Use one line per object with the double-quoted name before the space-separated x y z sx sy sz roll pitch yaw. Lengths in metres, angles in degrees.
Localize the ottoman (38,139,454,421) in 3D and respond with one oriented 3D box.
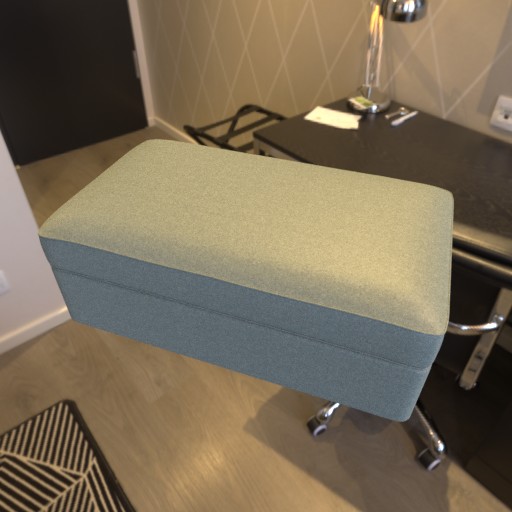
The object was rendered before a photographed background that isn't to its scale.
"ottoman" 0.000 0.000 1.519 1.173 0.494 0.681 13 42 15
